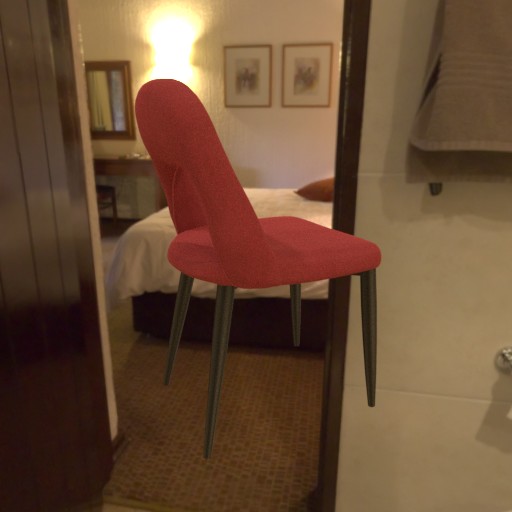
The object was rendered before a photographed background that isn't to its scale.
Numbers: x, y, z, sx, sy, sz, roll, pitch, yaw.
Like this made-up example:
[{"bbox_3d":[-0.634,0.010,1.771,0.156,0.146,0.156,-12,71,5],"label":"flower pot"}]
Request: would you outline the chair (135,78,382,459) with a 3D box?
[{"bbox_3d":[0.000,0.000,1.232,0.569,0.892,0.483,-8,18,-26],"label":"chair"}]
